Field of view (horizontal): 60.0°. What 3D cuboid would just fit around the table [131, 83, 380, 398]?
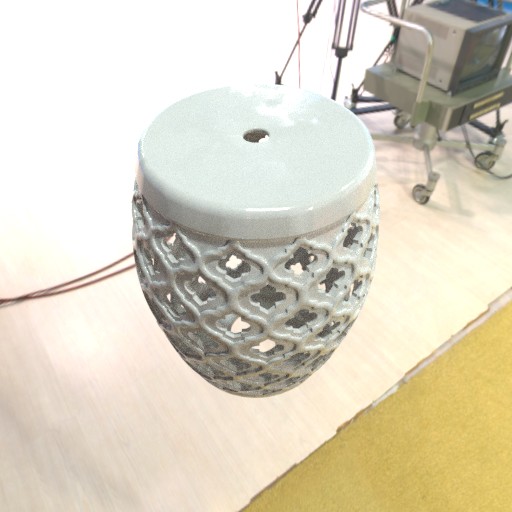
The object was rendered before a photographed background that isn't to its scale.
[{"bbox_3d":[0.000,0.000,0.628,0.325,0.388,0.325,0,47,0],"label":"table"}]
